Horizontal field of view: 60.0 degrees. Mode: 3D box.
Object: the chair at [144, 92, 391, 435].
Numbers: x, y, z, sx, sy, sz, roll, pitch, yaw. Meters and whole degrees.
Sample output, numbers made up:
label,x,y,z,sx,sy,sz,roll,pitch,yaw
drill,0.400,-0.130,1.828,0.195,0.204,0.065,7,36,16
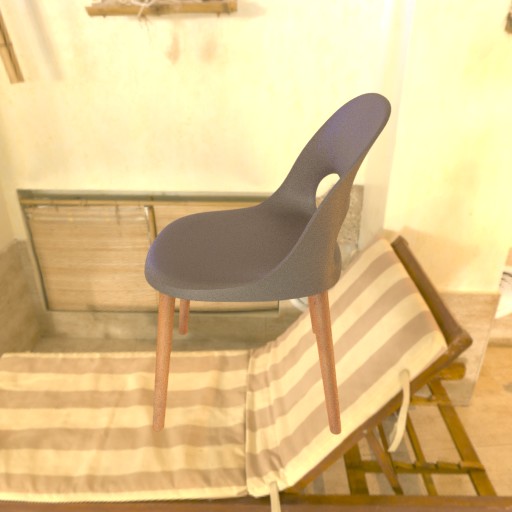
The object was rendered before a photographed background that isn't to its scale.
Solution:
label,x,y,z,sx,sy,sz,roll,pitch,yaw
chair,0.000,0.000,1.155,0.556,0.795,0.470,0,26,0
